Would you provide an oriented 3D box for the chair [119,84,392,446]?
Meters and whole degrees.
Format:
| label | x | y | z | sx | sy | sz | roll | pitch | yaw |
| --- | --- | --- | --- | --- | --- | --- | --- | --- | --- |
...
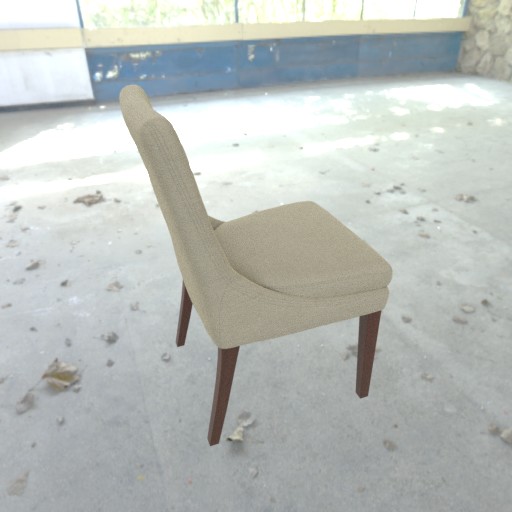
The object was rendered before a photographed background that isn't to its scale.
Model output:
| label | x | y | z | sx | sy | sz | roll | pitch | yaw |
| --- | --- | --- | --- | --- | --- | --- | --- | --- | --- |
| chair | 0.000 | 0.000 | 1.320 | 0.638 | 0.940 | 0.515 | -11 | 33 | -18 |
